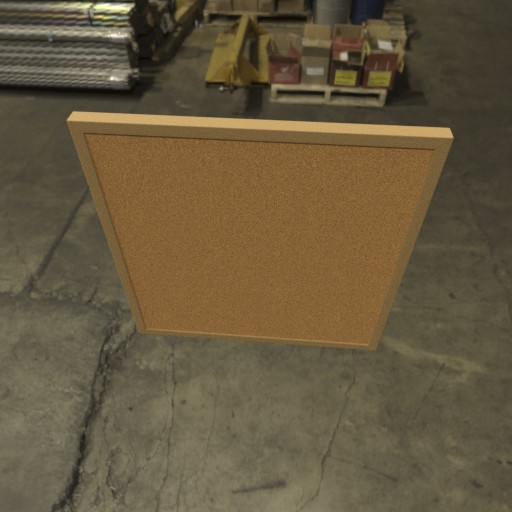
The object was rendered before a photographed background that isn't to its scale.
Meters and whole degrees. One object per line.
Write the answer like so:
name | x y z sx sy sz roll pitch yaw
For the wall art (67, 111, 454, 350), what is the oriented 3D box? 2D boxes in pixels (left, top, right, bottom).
wall art | 0.000 0.000 1.156 0.761 0.761 0.037 4 47 3
